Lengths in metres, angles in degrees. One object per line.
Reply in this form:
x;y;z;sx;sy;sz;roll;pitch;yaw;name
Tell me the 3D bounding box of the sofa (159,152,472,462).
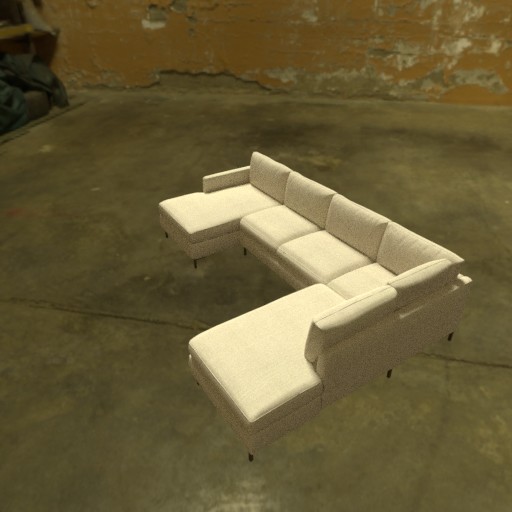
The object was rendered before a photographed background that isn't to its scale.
0.000;0.000;3.686;1.879;0.756;2.737;-19;37;-28;sofa
